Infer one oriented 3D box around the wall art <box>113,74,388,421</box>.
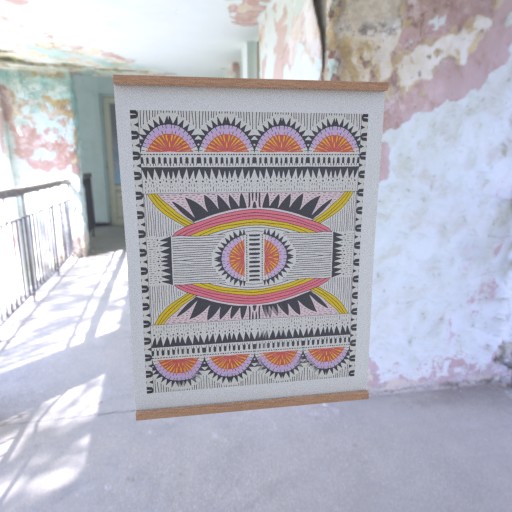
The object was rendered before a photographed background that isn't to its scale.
[{"bbox_3d":[0.000,0.000,0.707,0.403,0.527,0.028,-2,13,-9],"label":"wall art"}]
